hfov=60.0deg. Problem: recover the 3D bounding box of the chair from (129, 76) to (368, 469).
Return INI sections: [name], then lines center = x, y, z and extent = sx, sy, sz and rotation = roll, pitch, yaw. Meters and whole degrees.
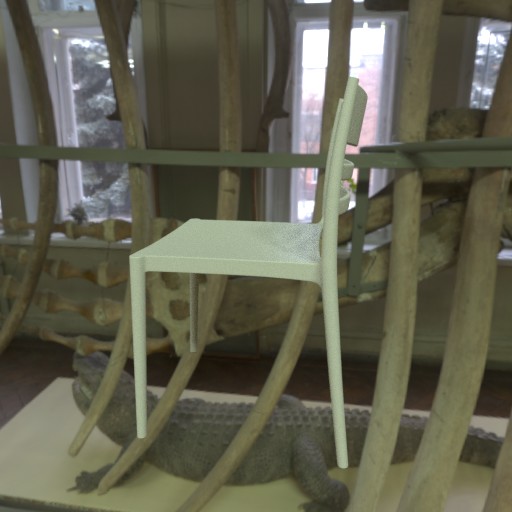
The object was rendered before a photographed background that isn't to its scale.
[chair]
center = 0.000, 0.000, 1.143
extent = 0.511, 0.800, 0.531
rotation = 2, 15, 8
